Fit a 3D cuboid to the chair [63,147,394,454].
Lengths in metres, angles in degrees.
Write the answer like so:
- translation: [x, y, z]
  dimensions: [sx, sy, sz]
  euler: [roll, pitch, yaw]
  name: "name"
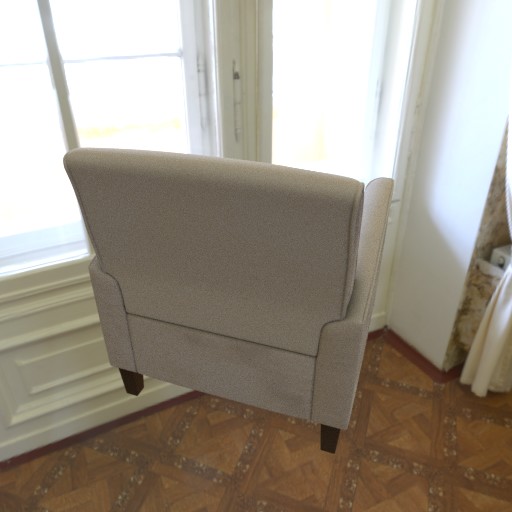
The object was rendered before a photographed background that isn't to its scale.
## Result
- translation: [0.000, 0.000, 1.524]
  dimensions: [0.820, 0.915, 0.821]
  euler: [10, 32, 16]
  name: "chair"
